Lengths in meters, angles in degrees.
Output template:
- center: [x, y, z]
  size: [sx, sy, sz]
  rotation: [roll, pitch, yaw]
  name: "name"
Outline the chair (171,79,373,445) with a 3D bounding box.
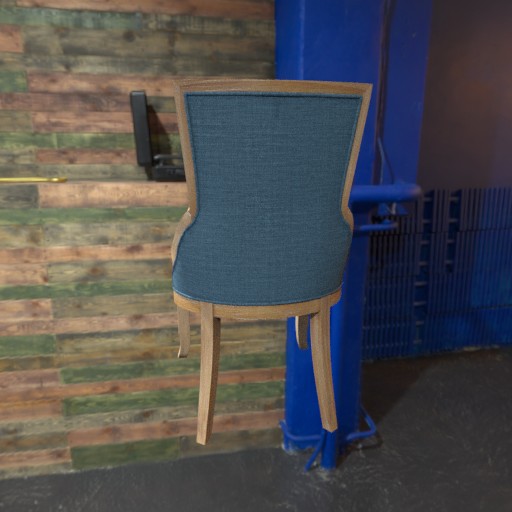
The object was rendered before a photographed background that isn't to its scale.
- center: [0.000, 0.000, 1.376]
  size: [0.524, 0.947, 0.641]
  rotation: [-2, 14, -9]
  name: "chair"
